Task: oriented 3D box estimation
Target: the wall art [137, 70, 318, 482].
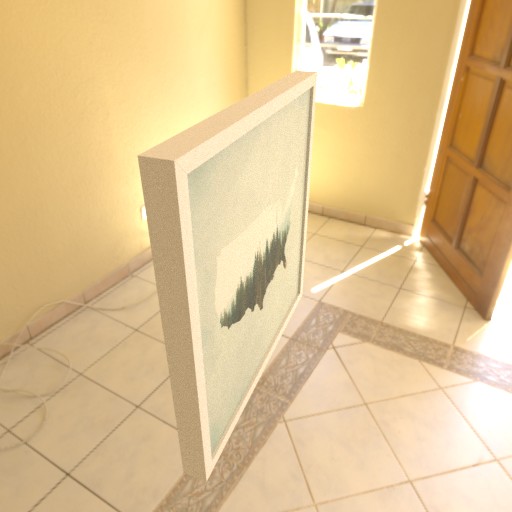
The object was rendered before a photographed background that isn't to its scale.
[{"bbox_3d":[0.000,0.000,0.448,0.024,0.304,0.304,12,34,18],"label":"wall art"}]
